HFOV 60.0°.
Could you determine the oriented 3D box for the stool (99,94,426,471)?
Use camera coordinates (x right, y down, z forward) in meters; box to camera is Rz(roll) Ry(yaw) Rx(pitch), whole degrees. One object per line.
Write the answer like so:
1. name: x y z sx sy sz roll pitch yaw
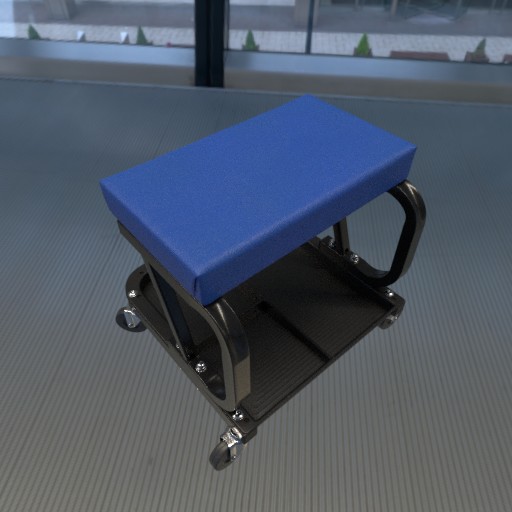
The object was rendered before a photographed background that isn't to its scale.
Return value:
1. stool: 0.000 0.000 0.717 0.446 0.380 0.371 -31 53 -27
